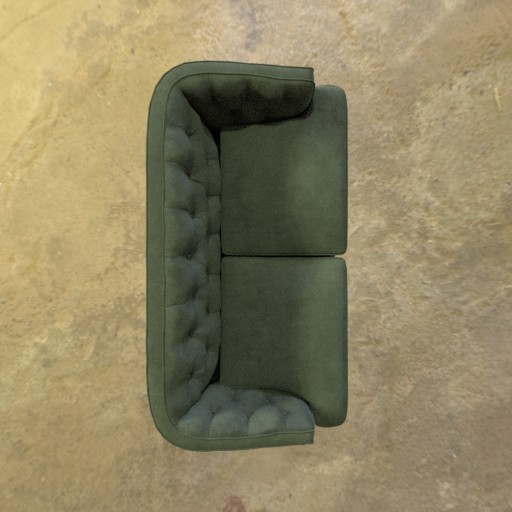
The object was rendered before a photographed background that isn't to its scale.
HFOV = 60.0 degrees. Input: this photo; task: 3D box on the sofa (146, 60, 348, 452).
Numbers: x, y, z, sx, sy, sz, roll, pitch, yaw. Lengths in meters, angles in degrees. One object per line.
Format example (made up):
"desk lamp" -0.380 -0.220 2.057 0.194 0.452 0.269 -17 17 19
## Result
"sofa" 0.000 0.000 2.268 0.941 0.855 1.733 0 90 0
